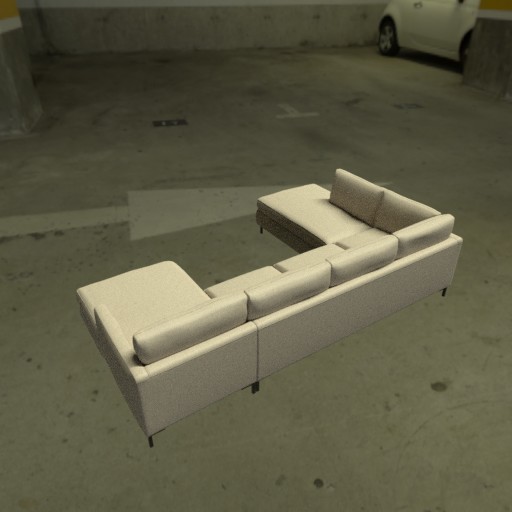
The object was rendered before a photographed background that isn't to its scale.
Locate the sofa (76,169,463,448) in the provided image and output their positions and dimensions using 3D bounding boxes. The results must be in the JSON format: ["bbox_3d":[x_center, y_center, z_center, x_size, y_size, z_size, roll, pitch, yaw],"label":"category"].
[{"bbox_3d":[0.000,0.000,3.607,2.737,0.756,1.879,-19,36,-28],"label":"sofa"}]
